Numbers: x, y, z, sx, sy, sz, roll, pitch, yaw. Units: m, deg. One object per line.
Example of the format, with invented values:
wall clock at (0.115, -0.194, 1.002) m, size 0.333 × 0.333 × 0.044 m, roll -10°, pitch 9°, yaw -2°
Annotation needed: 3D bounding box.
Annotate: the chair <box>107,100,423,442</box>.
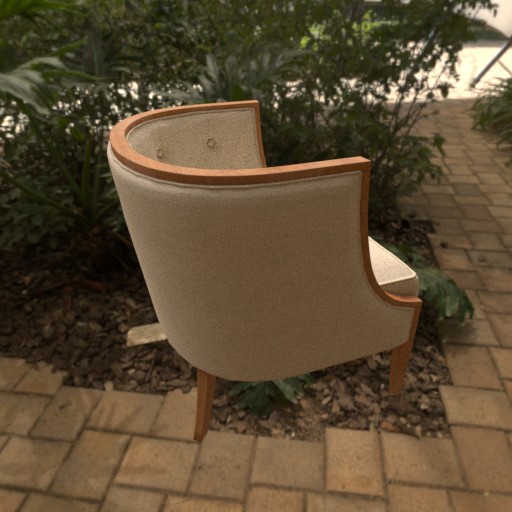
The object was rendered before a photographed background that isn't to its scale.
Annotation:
chair at (0.000, 0.000, 1.353) m, size 0.757 × 0.775 × 0.711 m, roll -11°, pitch 32°, yaw -18°
